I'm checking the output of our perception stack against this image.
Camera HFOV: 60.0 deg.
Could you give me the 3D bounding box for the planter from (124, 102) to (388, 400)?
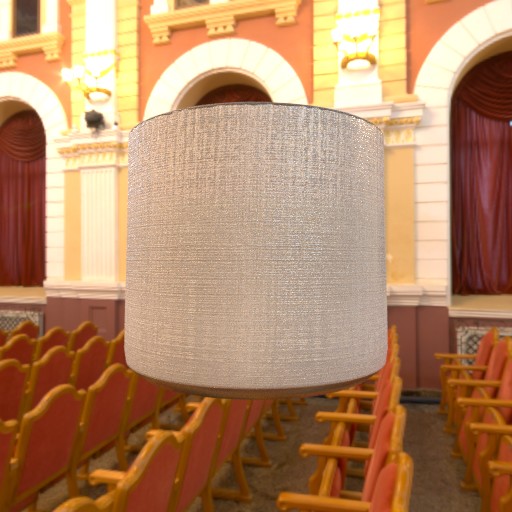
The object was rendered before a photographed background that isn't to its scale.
[{"bbox_3d":[0.000,0.000,0.221,0.125,0.112,0.125,0,-1,0],"label":"planter"}]
